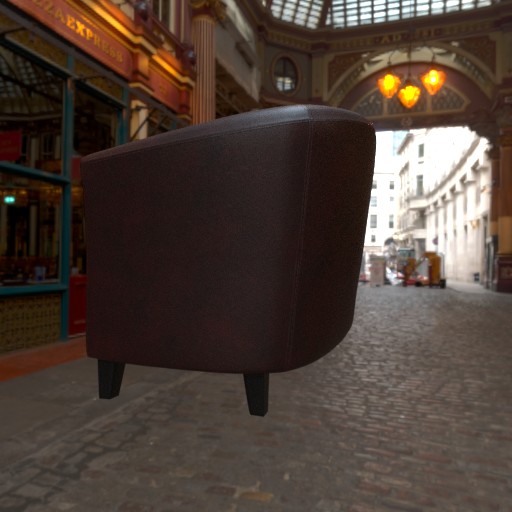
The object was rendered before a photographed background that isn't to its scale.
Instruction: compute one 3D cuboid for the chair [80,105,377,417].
[{"bbox_3d":[0.000,0.000,1.385,0.727,0.756,0.792,0,0,18],"label":"chair"}]
